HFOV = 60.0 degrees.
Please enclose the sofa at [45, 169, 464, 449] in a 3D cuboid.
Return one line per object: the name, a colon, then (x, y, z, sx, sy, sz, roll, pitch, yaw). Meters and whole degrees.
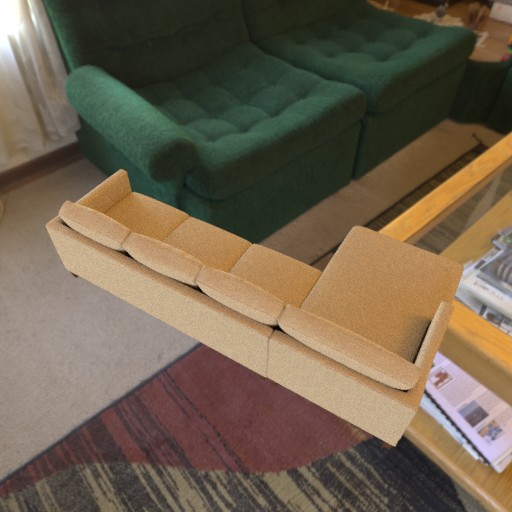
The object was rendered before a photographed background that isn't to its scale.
sofa: (0.000, 0.000, 3.823, 3.186, 0.846, 1.625, 24, 52, 20)
